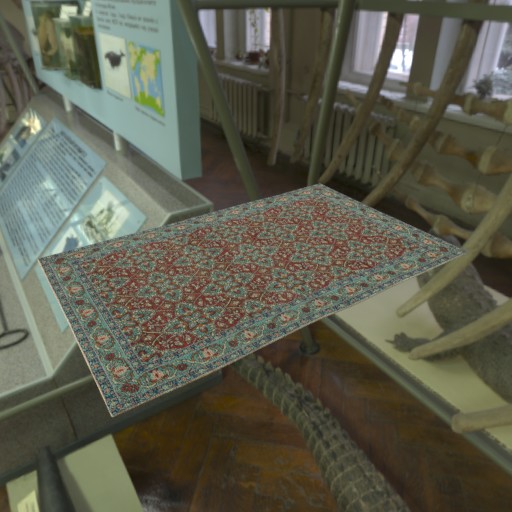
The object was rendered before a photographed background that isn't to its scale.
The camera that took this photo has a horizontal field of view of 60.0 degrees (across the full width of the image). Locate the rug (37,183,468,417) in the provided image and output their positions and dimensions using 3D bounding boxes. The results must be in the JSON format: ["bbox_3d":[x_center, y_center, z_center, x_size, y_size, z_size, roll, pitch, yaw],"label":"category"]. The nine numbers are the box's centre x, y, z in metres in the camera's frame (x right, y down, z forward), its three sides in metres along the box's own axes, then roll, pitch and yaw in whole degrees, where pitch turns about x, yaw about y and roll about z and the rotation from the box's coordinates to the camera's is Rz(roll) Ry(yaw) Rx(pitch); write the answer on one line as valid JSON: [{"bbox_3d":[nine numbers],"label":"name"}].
[{"bbox_3d":[0.000,0.000,2.951,2.439,0.011,1.533,-19,35,-29],"label":"rug"}]
